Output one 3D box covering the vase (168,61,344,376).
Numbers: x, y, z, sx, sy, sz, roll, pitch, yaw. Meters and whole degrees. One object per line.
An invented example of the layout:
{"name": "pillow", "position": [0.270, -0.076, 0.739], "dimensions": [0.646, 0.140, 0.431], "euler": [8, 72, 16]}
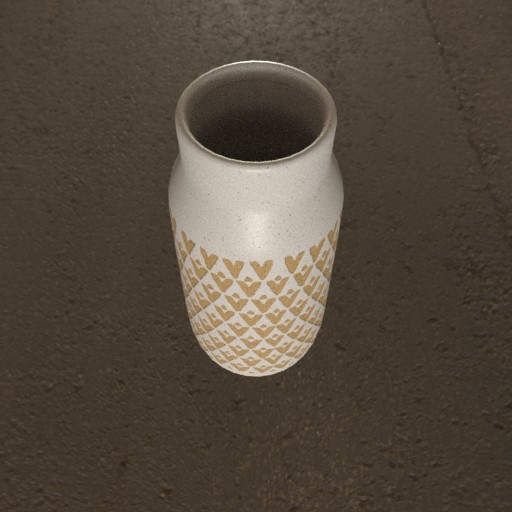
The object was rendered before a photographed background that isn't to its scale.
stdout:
{"name": "vase", "position": [0.000, 0.000, 0.375], "dimensions": [0.137, 0.307, 0.137], "euler": [0, 58, 0]}
